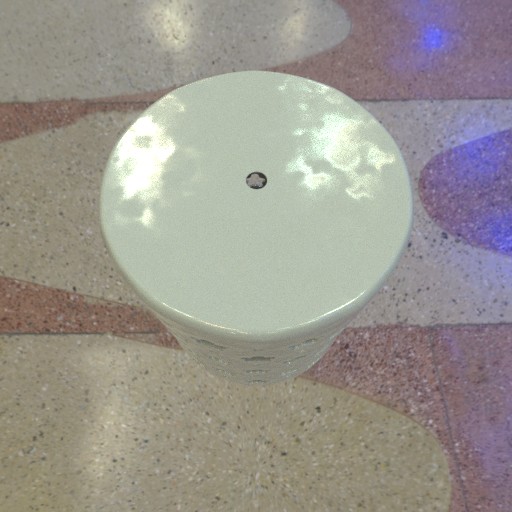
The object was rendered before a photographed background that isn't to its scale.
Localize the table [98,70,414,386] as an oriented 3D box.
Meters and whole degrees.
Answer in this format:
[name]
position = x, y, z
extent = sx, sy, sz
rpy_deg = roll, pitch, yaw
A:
[table]
position = 0.000, 0.000, 0.660
extent = 0.352, 0.387, 0.352
rpy_deg = 0, 64, 0
